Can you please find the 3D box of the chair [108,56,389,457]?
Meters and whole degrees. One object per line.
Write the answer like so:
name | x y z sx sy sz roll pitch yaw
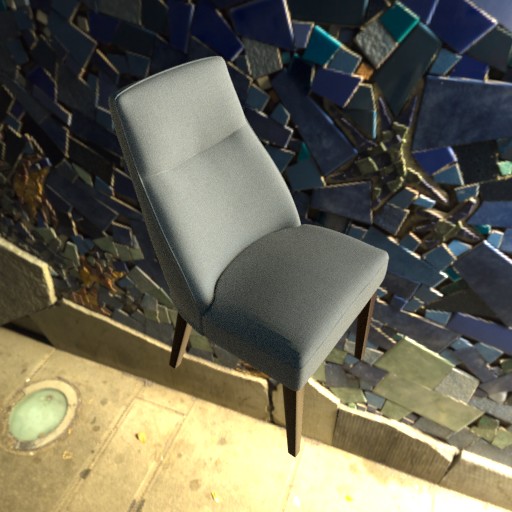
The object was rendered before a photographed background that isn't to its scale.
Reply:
chair | 0.000 0.000 1.267 0.620 0.930 0.500 26 47 27
